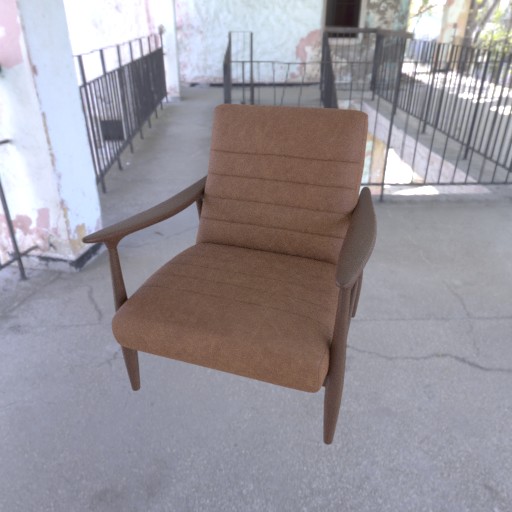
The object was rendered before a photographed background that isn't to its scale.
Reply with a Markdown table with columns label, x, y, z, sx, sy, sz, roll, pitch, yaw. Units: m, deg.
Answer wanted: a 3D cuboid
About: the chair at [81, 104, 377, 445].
| label | x | y | z | sx | sy | sz | roll | pitch | yaw |
| --- | --- | --- | --- | --- | --- | --- | --- | --- | --- |
| chair | 0.000 | 0.000 | 1.458 | 0.741 | 0.832 | 0.798 | 9 | 30 | 17 |
